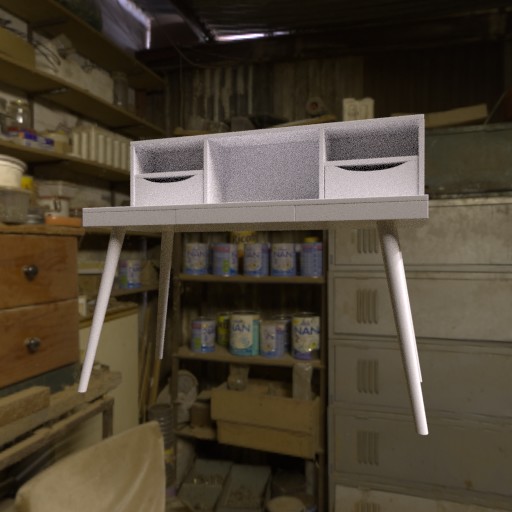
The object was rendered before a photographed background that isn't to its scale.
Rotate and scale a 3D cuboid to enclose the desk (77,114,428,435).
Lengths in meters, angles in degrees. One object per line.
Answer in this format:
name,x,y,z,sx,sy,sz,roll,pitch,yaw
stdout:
desk,0.000,0.000,1.682,1.199,0.990,0.559,0,0,19
